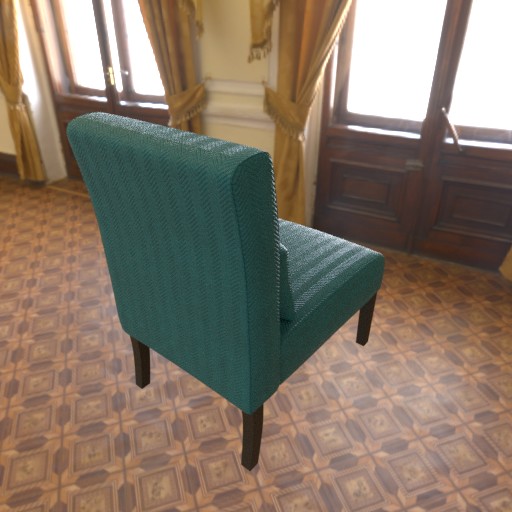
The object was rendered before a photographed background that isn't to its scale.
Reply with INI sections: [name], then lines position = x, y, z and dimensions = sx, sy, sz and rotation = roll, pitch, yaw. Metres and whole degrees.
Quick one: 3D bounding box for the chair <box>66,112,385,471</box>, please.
[chair]
position = 0.000, 0.000, 1.416
dimensions = 0.579, 0.927, 0.808
rotation = 22, 37, 33
